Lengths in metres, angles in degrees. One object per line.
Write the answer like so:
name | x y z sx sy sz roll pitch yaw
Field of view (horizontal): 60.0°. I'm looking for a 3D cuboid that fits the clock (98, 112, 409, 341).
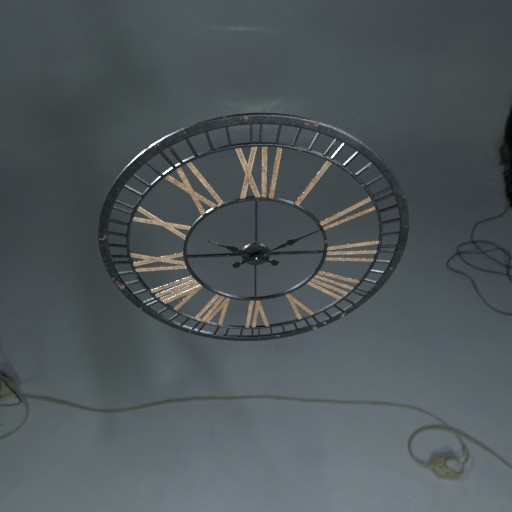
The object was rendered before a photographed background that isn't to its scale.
clock | 0.000 0.000 1.235 0.843 0.843 0.025 -2 45 -2
